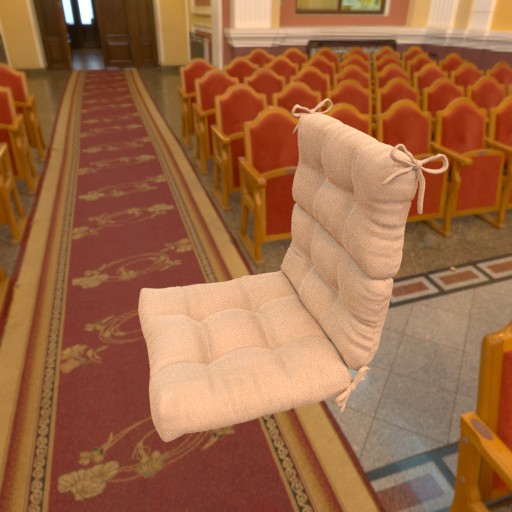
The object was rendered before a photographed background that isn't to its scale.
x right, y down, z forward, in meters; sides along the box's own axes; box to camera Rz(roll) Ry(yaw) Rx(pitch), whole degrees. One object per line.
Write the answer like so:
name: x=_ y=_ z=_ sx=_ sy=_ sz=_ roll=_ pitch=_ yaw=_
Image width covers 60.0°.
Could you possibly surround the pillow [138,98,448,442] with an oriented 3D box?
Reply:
pillow: x=0.000 y=0.000 z=1.039 sx=0.571 sy=0.605 sz=0.519 roll=-9 pitch=31 yaw=-15
